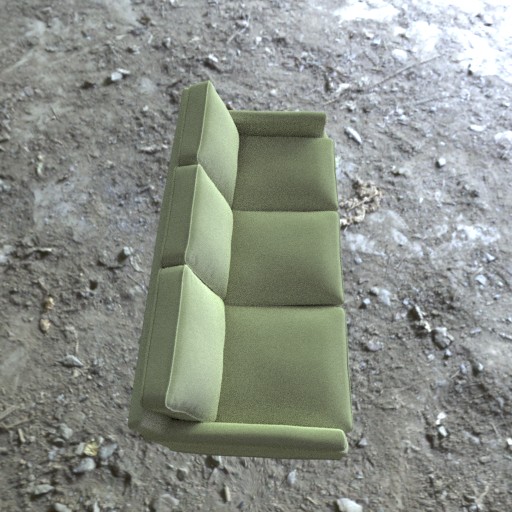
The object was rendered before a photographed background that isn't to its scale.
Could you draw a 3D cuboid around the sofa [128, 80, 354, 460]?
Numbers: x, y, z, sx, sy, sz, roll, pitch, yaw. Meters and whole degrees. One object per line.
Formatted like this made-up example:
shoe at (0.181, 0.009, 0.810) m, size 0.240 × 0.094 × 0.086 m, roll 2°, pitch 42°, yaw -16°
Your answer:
sofa at (0.000, 0.000, 2.763) m, size 1.084 × 1.003 × 2.246 m, roll 2°, pitch 61°, yaw 1°
